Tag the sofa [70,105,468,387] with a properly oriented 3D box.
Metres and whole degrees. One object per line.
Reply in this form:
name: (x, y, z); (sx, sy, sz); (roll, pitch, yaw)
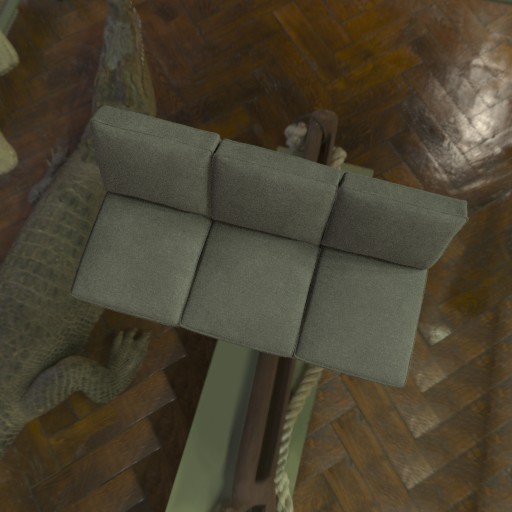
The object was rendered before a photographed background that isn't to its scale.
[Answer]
sofa: (0.000, 0.000, 2.554); (1.962, 0.973, 1.027); (15, 76, 4)
